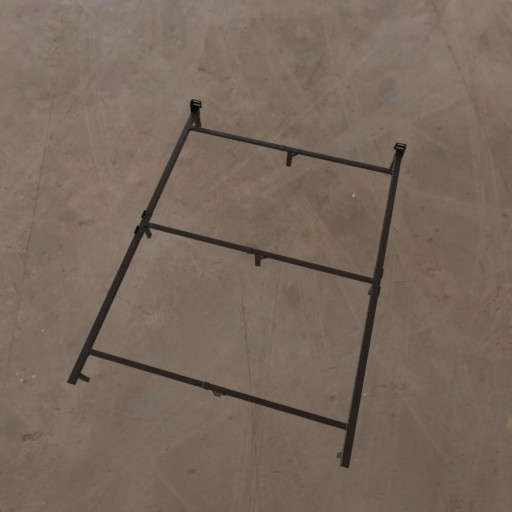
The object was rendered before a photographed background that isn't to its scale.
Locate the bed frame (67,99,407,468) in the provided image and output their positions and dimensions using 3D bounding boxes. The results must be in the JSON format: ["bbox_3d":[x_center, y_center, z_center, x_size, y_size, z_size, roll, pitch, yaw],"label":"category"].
[{"bbox_3d":[0.000,0.000,2.681,1.498,0.248,1.990,14,65,7],"label":"bed frame"}]
